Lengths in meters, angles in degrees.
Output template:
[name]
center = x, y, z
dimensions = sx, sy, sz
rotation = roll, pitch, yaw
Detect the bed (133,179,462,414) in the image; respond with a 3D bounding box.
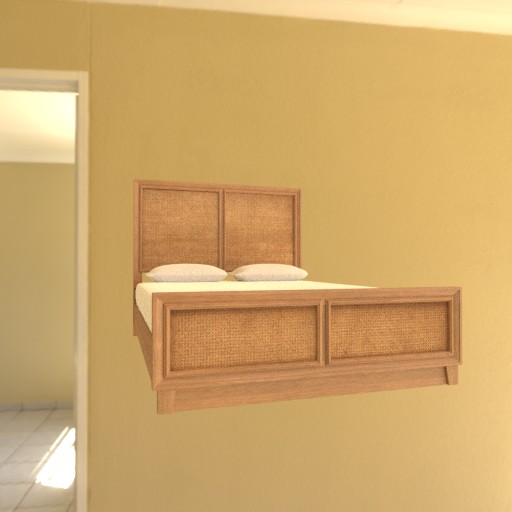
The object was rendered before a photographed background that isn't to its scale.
[bed]
center = 0.000, 0.000, 3.160
dimensions = 1.606, 1.387, 2.184
rotation = 0, -1, -18
